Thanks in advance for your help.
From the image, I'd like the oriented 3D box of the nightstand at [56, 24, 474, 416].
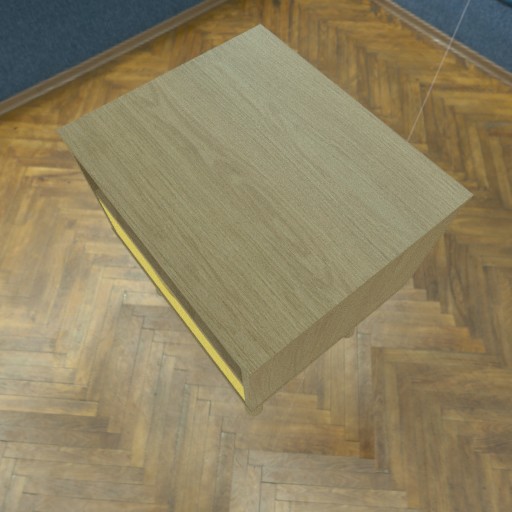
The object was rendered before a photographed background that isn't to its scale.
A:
[{"bbox_3d":[0.000,0.000,0.868,0.380,0.571,0.450,-35,68,-17],"label":"nightstand"}]
